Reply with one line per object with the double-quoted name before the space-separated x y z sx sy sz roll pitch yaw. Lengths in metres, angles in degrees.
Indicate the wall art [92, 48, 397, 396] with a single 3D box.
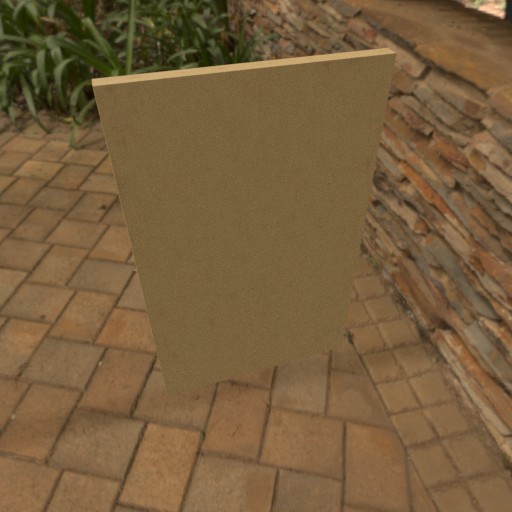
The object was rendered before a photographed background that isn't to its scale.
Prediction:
"wall art" 0.000 0.000 0.979 0.510 0.810 0.039 -12 42 -14
